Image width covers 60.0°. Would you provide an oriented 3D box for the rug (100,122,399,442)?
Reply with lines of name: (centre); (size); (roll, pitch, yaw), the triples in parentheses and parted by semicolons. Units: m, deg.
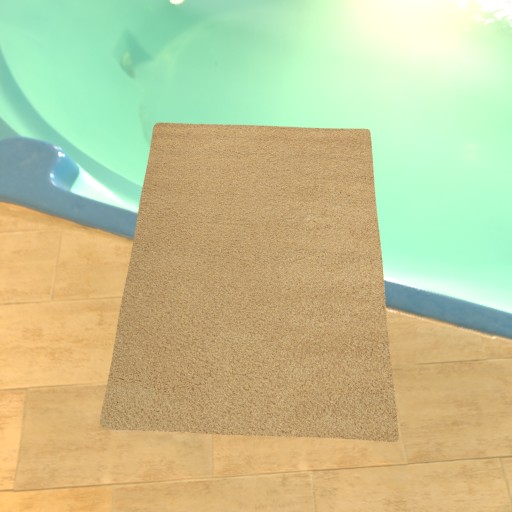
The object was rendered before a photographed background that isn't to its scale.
rug: (0.000, 0.000, 2.118); (1.199, 0.025, 1.600); (2, 64, 1)
